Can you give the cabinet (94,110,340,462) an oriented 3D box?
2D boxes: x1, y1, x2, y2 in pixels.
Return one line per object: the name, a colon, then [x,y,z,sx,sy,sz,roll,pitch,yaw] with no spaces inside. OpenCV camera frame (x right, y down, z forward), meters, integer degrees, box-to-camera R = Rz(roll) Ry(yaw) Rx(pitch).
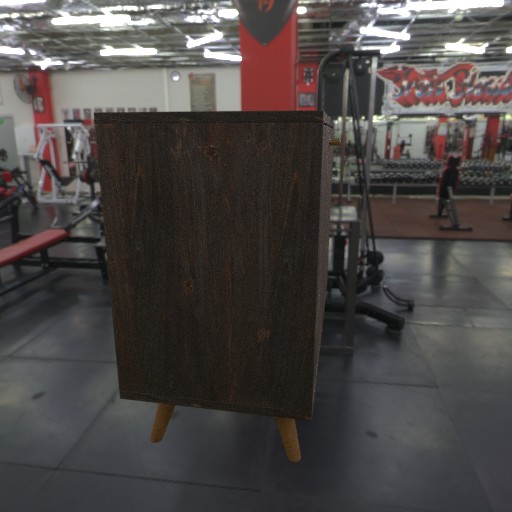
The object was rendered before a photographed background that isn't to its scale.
cabinet: [0.000,0.000,1.519,0.529,0.897,1.023,3,16,10]
